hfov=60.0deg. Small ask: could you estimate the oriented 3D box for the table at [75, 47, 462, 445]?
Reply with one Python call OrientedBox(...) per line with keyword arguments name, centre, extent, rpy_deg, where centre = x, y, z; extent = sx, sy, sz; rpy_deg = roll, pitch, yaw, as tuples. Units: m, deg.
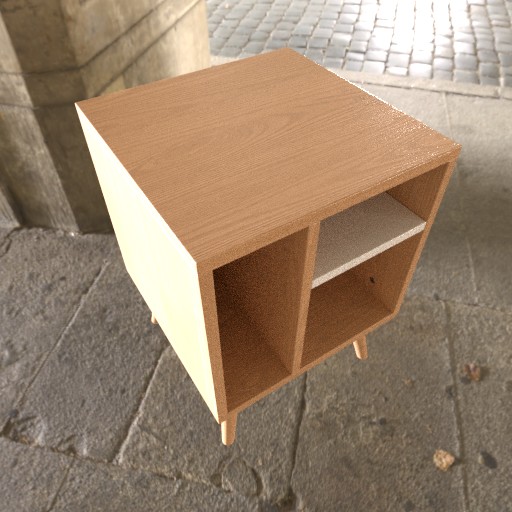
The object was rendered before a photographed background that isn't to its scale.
OrientedBox(name="table", centre=(0.000, 0.000, 0.832), extent=(0.400, 0.550, 0.400), rpy_deg=(-25, 51, -22))
